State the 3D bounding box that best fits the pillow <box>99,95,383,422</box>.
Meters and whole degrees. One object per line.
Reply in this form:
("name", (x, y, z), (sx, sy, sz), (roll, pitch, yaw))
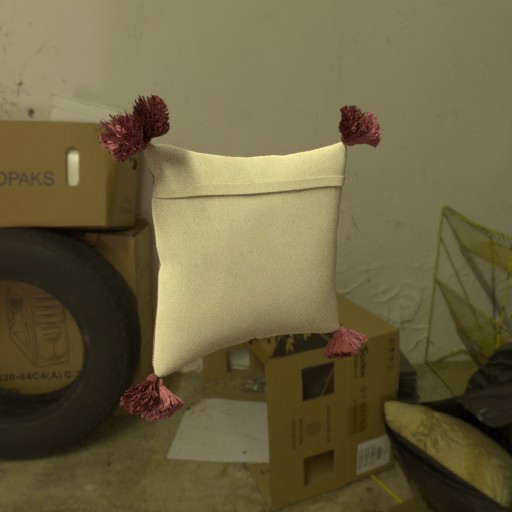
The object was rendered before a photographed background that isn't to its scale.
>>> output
("pillow", (0.000, 0.000, 0.983), (0.641, 0.659, 0.138), (-8, 17, -25))
